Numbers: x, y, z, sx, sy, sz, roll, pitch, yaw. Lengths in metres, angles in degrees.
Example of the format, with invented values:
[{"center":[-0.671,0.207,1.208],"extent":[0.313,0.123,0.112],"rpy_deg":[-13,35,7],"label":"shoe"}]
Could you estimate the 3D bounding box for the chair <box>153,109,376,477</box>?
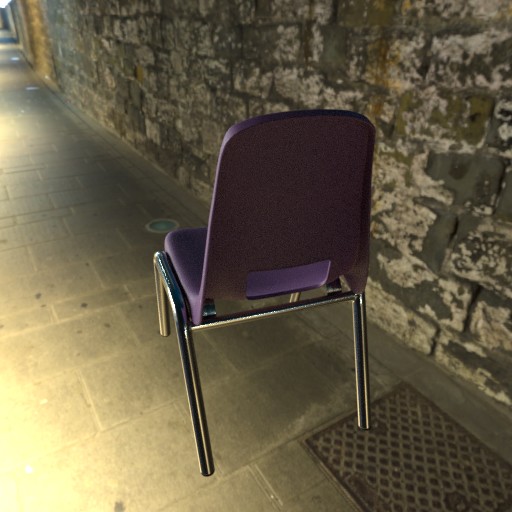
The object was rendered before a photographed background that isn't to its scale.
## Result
[{"center":[0.000,0.000,0.819],"extent":[0.356,0.584,0.419],"rpy_deg":[-9,30,-16],"label":"chair"}]
